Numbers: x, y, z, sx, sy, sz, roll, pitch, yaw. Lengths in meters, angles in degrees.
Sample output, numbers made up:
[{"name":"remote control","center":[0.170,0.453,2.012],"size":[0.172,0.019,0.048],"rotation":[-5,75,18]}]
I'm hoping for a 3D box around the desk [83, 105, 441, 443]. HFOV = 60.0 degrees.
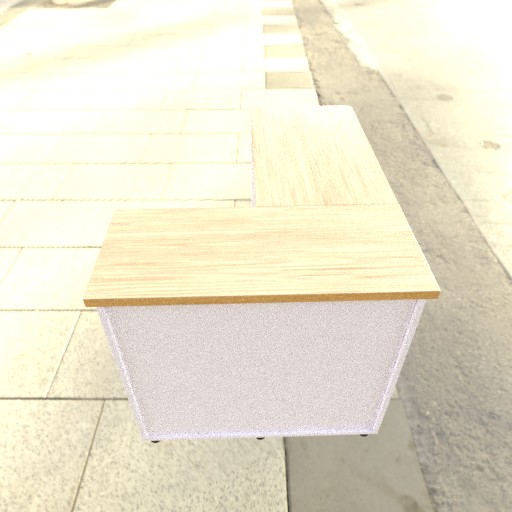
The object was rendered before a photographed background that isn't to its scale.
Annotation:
[{"name":"desk","center":[0.000,0.000,1.801],"size":[0.900,0.760,1.170],"rotation":[-1,41,-1]}]
